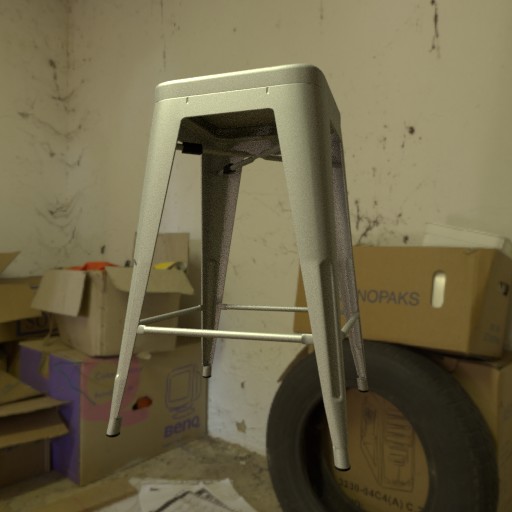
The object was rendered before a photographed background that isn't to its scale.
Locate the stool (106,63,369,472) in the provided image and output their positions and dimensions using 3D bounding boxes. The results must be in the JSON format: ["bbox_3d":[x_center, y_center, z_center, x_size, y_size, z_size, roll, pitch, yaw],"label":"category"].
[{"bbox_3d":[0.000,0.000,0.874,0.406,0.610,0.406,0,0,18],"label":"stool"}]
